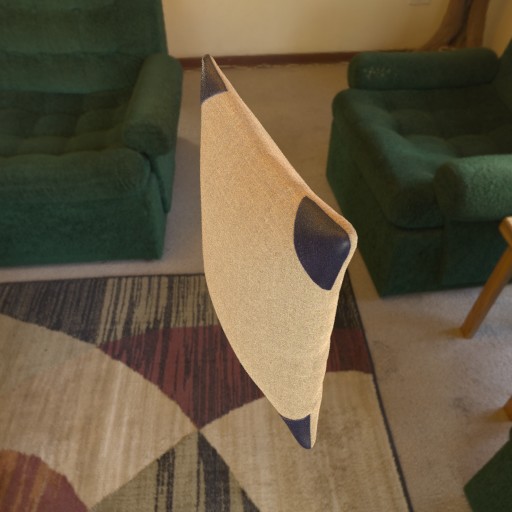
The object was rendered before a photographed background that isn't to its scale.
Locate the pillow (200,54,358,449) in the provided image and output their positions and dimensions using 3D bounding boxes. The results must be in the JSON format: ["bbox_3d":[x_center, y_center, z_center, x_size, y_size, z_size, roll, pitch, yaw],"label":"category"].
[{"bbox_3d":[0.000,0.000,0.670,0.147,0.441,0.440,-16,47,-15],"label":"pillow"}]
